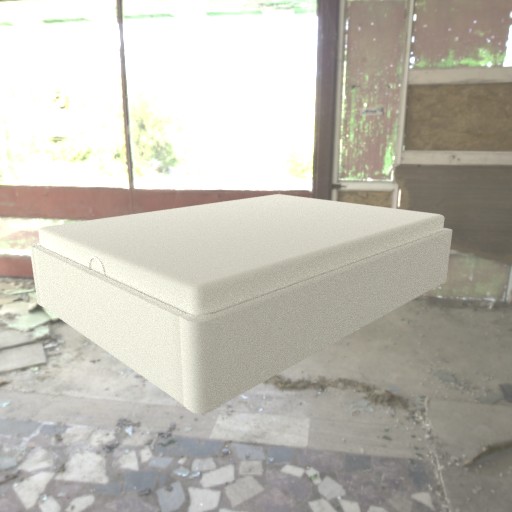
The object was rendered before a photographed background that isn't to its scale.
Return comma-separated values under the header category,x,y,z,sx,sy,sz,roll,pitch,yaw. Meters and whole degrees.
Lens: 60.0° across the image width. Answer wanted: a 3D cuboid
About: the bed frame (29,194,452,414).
category,x,y,z,sx,sy,sz,roll,pitch,yaw
bed frame,0.000,0.000,2.457,1.400,0.406,1.900,15,21,43
